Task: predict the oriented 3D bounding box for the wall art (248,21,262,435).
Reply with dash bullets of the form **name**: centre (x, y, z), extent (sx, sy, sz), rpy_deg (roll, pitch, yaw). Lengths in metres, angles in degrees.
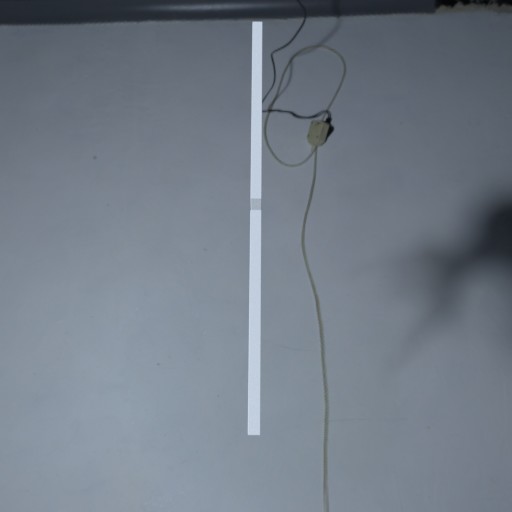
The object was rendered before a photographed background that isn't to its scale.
- **wall art**: centre (0.000, 0.000, 1.690), extent (0.029, 1.118, 1.118), rpy_deg (0, 76, 0)
